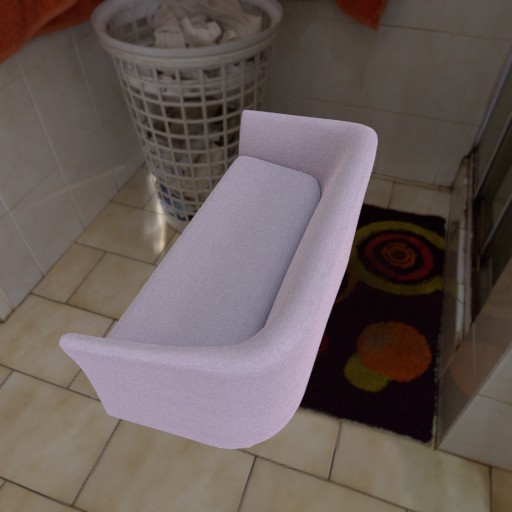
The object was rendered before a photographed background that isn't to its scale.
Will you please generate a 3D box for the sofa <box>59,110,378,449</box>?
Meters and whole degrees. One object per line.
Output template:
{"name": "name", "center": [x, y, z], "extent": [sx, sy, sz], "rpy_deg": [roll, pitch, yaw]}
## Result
{"name": "sofa", "center": [0.000, 0.000, 1.830], "extent": [0.705, 0.721, 1.452], "rpy_deg": [16, 49, 14]}
